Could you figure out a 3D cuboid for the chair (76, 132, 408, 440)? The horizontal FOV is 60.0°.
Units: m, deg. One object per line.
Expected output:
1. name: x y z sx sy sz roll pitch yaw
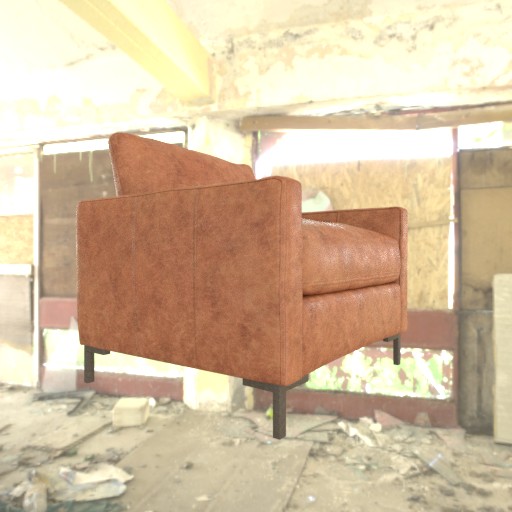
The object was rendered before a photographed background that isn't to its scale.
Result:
1. chair: 0.000 0.000 1.641 0.862 0.869 0.967 0 0 36
